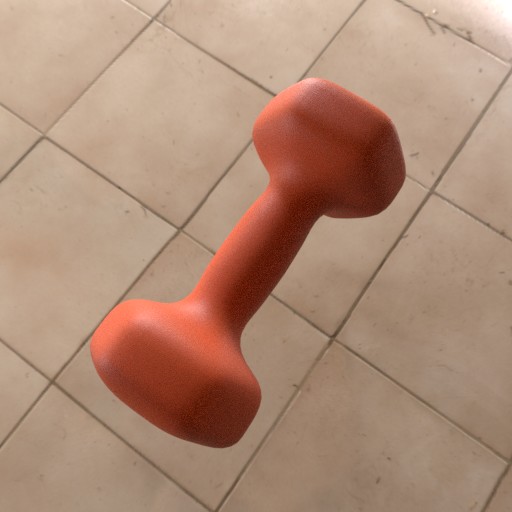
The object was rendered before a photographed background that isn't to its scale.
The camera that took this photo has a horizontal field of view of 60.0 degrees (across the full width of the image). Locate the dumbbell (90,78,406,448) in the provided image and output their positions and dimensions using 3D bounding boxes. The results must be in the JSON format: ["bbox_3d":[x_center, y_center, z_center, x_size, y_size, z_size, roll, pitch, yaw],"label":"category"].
[{"bbox_3d":[0.000,0.000,0.203,0.079,0.071,0.162,34,78,8],"label":"dumbbell"}]
